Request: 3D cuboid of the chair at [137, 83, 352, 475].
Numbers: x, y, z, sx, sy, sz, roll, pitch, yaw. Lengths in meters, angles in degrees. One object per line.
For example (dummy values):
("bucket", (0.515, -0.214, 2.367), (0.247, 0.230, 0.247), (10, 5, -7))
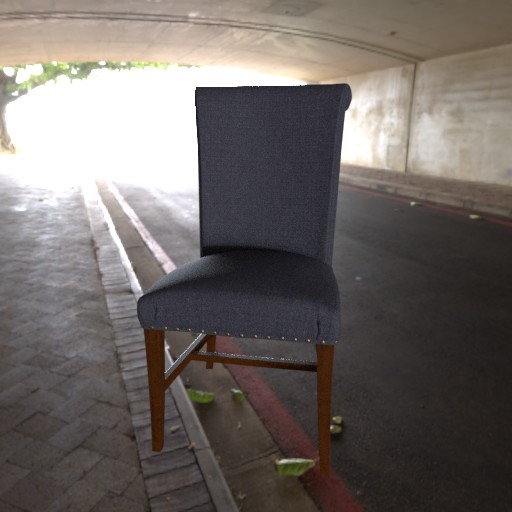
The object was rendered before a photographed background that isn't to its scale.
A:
("chair", (0.000, 0.000, 1.308), (0.513, 0.988, 0.608), (3, 16, 10))
